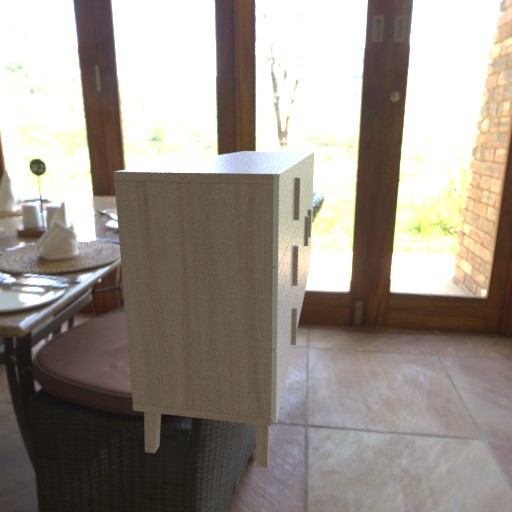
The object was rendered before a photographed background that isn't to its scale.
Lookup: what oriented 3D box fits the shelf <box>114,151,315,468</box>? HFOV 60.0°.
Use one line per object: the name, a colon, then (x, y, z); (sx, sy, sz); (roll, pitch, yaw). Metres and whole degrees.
shelf: (0.000, 0.000, 1.797); (0.400, 0.780, 1.490); (3, 15, 10)
